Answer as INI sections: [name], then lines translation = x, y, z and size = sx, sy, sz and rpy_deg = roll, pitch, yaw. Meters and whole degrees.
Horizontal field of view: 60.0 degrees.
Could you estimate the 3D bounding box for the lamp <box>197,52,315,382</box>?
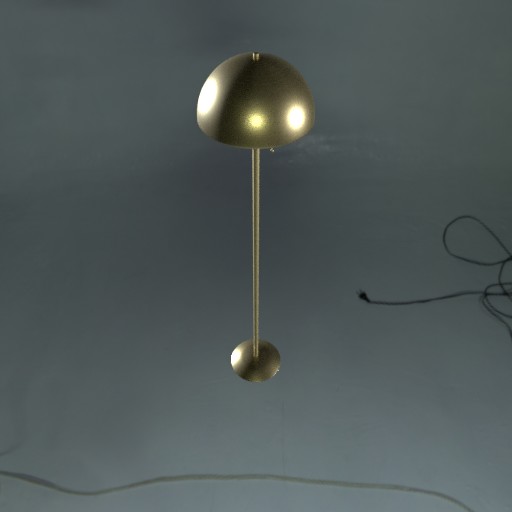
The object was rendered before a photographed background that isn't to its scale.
[lamp]
translation = 0.000, 0.000, 1.652
size = 0.328, 1.480, 0.328
rpy_deg = -3, 46, -3
